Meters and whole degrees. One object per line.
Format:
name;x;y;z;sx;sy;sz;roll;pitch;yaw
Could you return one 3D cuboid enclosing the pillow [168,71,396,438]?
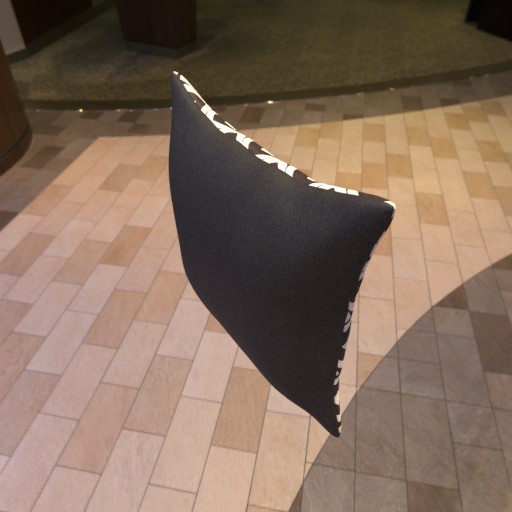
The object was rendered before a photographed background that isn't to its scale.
pillow;0.000;0.000;0.776;0.188;0.494;0.504;-25;46;-26
